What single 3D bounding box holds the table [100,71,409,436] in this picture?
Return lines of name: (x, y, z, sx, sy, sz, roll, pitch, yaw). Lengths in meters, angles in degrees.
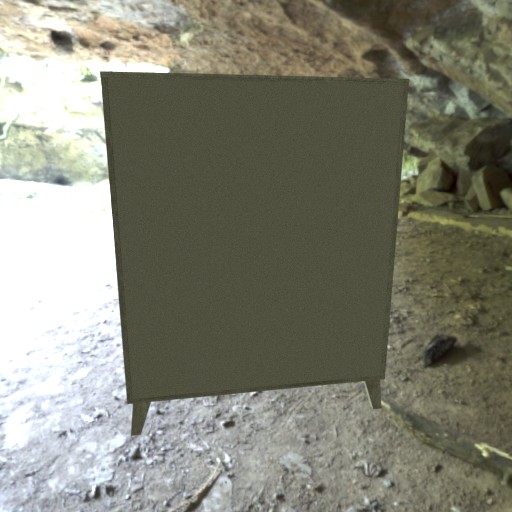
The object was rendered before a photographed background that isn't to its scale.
table: (0.000, 0.000, 1.534, 0.902, 1.135, 0.256, -3, 15, -10)
